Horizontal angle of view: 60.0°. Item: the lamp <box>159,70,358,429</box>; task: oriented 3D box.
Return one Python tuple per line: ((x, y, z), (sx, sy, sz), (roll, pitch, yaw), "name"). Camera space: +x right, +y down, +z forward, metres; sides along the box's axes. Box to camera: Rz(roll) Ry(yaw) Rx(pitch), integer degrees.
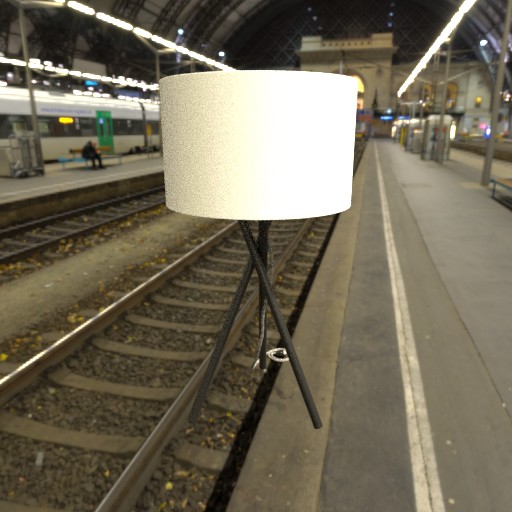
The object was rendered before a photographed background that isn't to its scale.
((0.000, 0.000, 0.931), (0.353, 0.674, 0.422), (-2, 16, -7), "lamp")
